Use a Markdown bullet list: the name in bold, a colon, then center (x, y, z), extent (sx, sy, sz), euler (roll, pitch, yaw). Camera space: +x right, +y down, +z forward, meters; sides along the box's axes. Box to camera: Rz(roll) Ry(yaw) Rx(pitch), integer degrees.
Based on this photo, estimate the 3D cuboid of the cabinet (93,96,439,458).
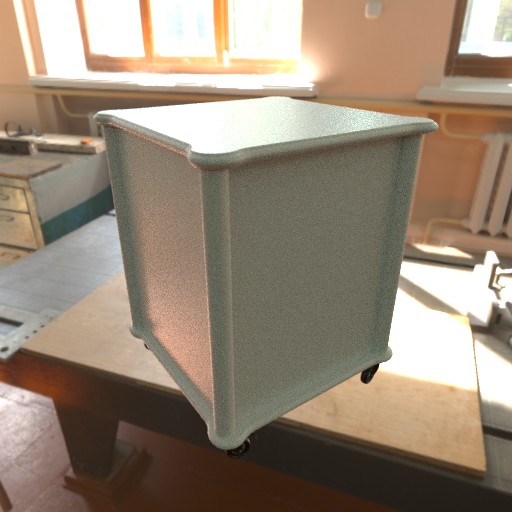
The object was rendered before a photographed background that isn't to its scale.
- **cabinet**: center (0.000, 0.000, 1.245), extent (0.627, 0.761, 0.628), euler (-17, 31, -31)
